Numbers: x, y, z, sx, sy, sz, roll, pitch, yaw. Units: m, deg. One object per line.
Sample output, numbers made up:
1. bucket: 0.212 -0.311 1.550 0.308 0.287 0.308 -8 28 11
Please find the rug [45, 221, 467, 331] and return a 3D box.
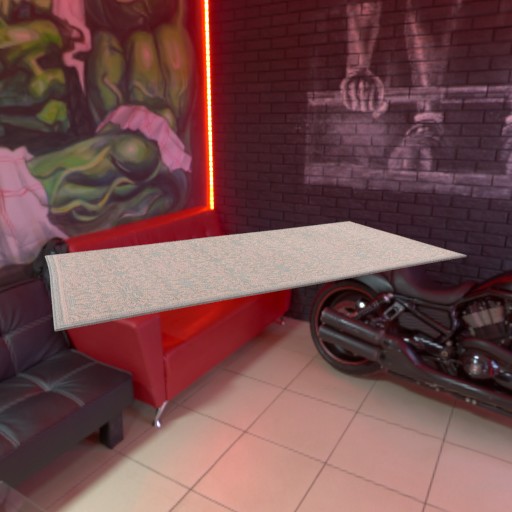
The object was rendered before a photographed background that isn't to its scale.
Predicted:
1. rug: 0.000 0.000 1.424 1.219 0.007 0.604 -8 18 -25
